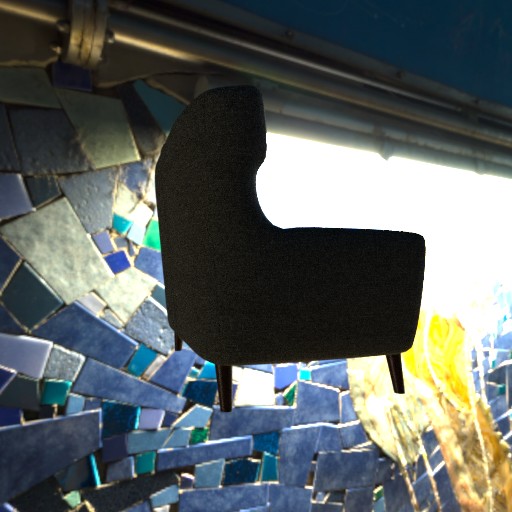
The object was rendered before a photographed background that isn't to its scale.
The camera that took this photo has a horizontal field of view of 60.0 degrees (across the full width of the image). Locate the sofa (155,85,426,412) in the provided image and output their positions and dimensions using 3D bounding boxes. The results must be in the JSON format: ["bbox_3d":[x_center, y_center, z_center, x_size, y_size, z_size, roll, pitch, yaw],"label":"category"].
[{"bbox_3d":[0.000,0.000,2.047,0.874,1.028,1.358,0,-2,-18],"label":"sofa"}]
